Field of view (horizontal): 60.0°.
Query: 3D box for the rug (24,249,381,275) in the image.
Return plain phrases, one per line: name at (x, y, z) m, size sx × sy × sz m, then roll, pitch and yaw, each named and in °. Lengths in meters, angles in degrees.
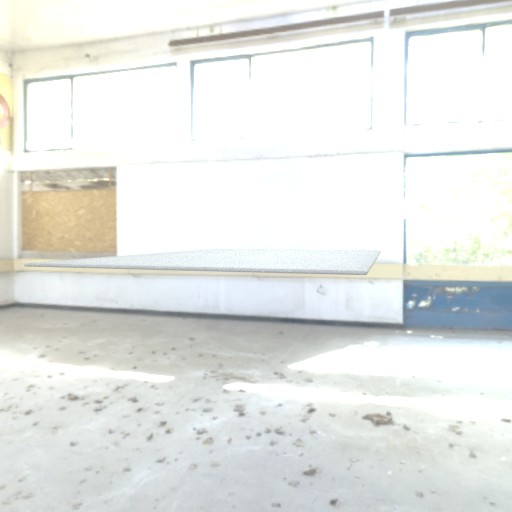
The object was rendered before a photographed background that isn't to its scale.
rug at (0.000, 0.000, 2.309) m, size 1.219 × 0.013 × 1.829 m, roll 1°, pitch 3°, yaw 17°
